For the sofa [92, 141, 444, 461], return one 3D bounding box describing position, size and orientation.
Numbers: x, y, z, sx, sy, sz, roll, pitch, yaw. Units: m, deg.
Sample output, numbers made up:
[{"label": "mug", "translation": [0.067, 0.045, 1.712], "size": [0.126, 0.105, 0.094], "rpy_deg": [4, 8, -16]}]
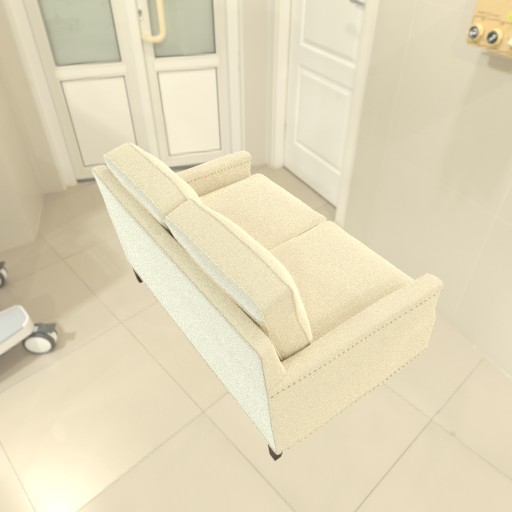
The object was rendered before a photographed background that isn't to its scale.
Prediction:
[{"label": "sofa", "translation": [0.000, 0.000, 2.329], "size": [1.084, 1.003, 1.597], "rpy_deg": [-25, 46, -27]}]
